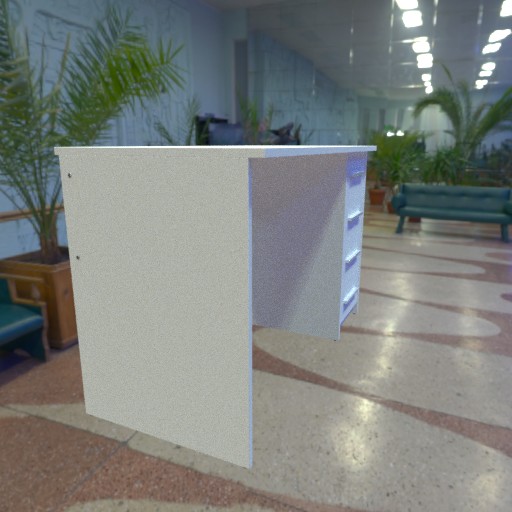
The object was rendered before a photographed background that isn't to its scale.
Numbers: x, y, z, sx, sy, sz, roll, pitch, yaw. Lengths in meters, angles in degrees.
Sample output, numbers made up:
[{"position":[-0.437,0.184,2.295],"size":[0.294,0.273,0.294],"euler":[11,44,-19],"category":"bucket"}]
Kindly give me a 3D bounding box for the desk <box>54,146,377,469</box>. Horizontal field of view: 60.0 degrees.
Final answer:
[{"position":[0.000,0.000,1.521],"size":[0.560,0.730,1.096],"euler":[7,16,25],"category":"desk"}]
